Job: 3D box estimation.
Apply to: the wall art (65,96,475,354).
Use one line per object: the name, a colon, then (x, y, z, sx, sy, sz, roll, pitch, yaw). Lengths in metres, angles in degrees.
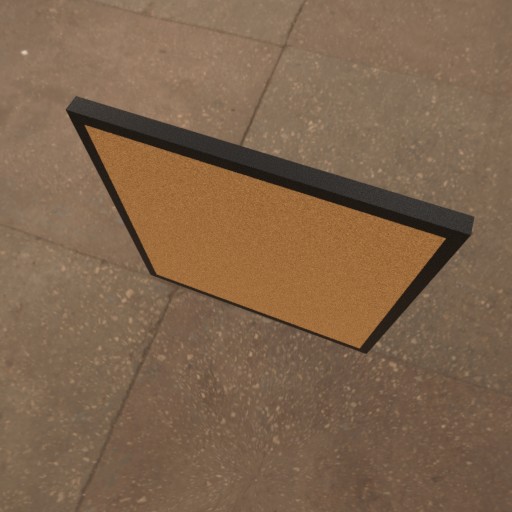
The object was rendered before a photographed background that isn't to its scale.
wall art: (0.000, 0.000, 1.128, 0.762, 0.762, 0.038, 19, 65, 9)
